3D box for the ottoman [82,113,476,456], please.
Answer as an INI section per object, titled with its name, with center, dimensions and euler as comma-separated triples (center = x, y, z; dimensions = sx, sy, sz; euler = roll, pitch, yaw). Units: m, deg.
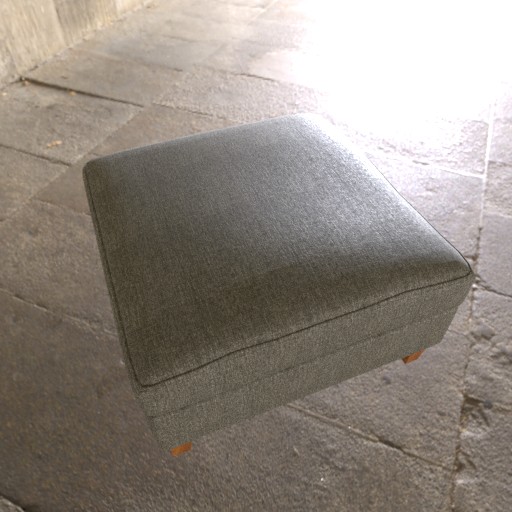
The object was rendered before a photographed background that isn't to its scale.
[ottoman]
center = 0.000, 0.000, 1.328
dimensions = 0.838, 0.481, 0.838
euler = -16, 48, -15
